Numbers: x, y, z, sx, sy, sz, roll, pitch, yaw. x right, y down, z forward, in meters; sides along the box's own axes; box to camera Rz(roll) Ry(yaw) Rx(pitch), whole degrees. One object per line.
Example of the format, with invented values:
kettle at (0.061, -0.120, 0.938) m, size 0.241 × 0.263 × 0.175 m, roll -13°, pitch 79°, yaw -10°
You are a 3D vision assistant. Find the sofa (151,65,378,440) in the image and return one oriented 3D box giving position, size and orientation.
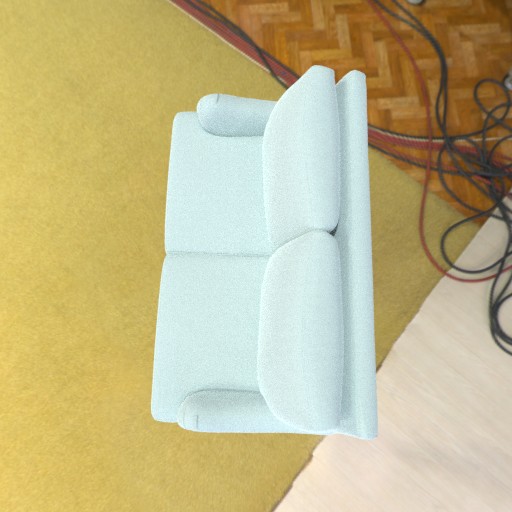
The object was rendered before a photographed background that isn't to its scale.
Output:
sofa at (0.000, 0.000, 2.510) m, size 1.084 × 1.101 × 1.853 m, roll 1°, pitch 77°, yaw 0°
